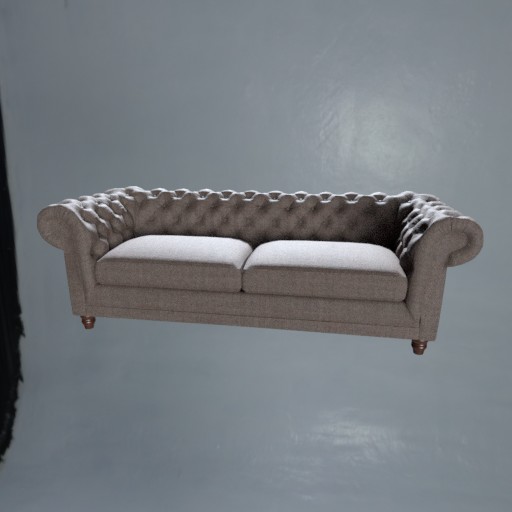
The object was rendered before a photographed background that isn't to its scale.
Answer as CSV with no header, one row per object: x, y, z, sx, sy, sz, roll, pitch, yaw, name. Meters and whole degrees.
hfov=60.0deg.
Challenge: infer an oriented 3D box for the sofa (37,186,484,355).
0.000,0.000,2.810,2.385,0.787,0.944,3,15,10,sofa
